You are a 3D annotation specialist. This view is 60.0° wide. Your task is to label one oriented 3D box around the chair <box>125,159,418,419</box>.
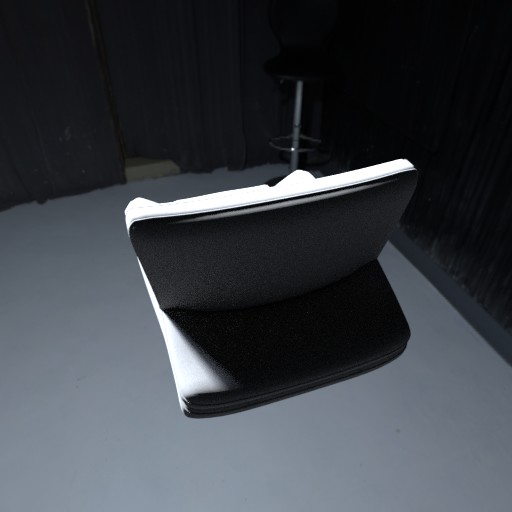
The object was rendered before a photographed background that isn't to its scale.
[{"bbox_3d":[0.000,0.000,1.640,0.859,0.855,1.008,-12,42,-14],"label":"chair"}]
